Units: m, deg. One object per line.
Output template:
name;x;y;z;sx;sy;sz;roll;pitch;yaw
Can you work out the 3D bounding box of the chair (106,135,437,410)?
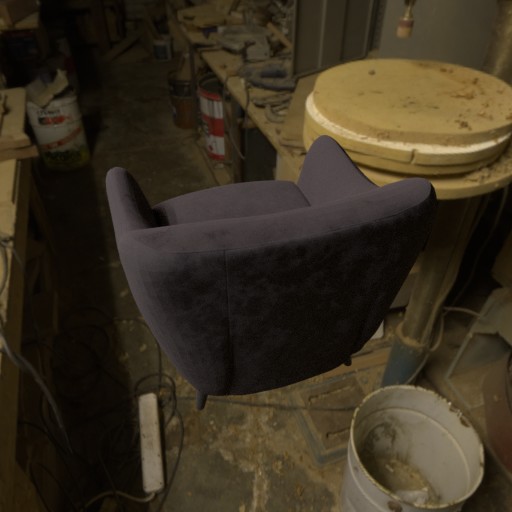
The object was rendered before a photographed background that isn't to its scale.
chair;0.000;0.000;1.453;0.840;0.807;0.819;-12;42;-14
